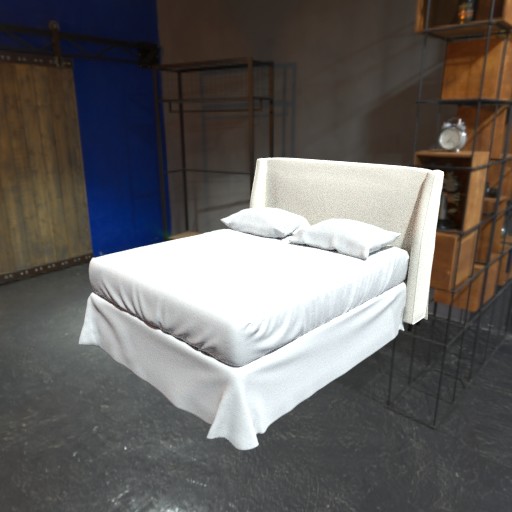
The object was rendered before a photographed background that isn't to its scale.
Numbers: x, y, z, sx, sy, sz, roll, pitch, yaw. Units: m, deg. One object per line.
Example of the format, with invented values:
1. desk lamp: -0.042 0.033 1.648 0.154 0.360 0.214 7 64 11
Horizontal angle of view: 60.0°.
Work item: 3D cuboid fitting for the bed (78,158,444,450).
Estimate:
1. bed: 0.000 0.000 3.488 1.925 1.332 2.276 16 23 42
